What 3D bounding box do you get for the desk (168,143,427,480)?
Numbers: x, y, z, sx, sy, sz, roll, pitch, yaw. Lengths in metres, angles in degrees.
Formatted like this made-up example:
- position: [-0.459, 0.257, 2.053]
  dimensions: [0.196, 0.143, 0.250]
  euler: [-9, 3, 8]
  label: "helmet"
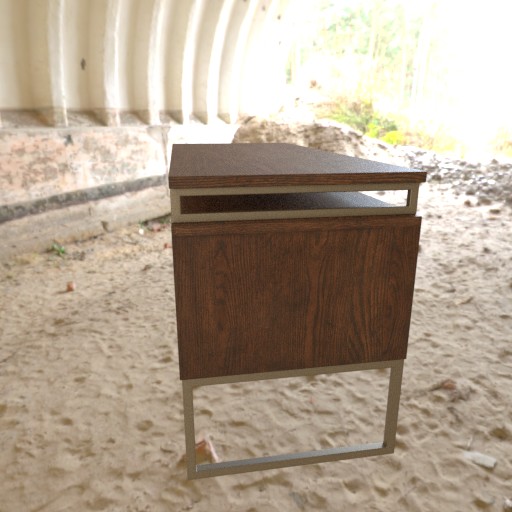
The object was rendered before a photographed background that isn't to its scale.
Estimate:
- position: [0.000, 0.000, 1.737]
  dimensions: [0.610, 0.792, 1.384]
  euler: [-3, 17, -9]
  label: "desk"
